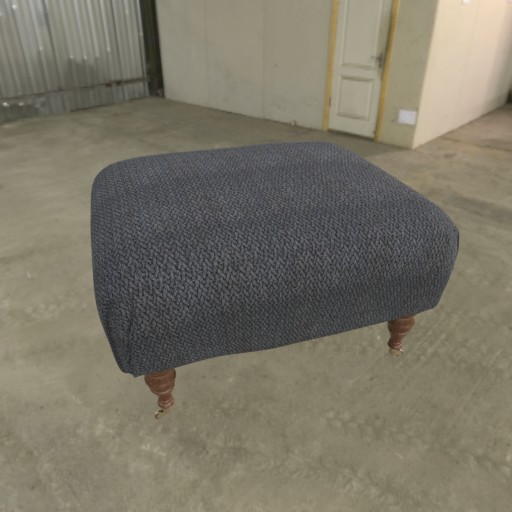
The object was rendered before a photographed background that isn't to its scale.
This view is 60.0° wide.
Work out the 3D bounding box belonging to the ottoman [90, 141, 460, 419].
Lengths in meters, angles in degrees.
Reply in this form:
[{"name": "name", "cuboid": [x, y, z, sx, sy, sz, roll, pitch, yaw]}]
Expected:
[{"name": "ottoman", "cuboid": [0.000, 0.000, 1.111, 0.747, 0.450, 0.622, -10, 33, -16]}]
